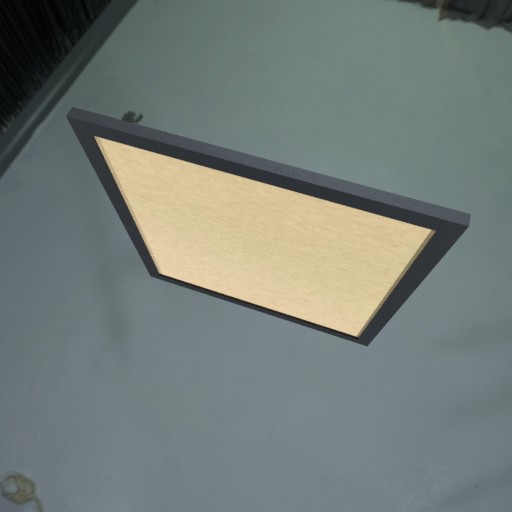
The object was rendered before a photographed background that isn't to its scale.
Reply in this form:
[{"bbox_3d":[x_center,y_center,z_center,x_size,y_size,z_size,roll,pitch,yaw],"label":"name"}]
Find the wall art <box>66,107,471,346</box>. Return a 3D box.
[{"bbox_3d":[0.000,0.000,0.535,0.358,0.357,0.012,17,65,8],"label":"wall art"}]
